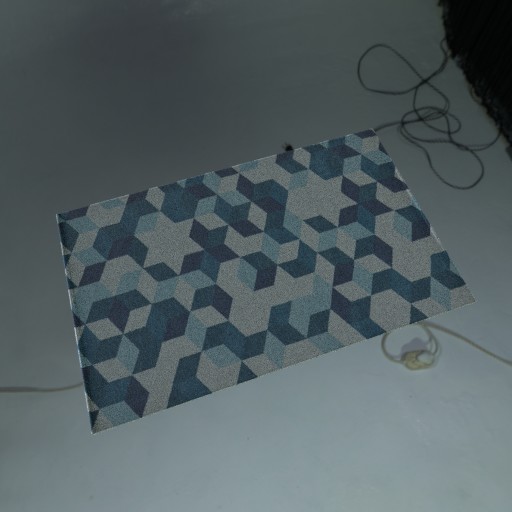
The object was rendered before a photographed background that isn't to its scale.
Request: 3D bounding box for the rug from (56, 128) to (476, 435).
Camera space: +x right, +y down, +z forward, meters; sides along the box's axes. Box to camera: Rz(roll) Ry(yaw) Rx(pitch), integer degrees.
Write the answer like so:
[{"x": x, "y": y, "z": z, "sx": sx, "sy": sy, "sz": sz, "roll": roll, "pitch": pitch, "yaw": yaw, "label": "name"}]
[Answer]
[{"x": 0.000, "y": 0.000, "z": 2.957, "sx": 2.438, "sy": 0.015, "sz": 1.518, "roll": -17, "pitch": 64, "yaw": -8, "label": "rug"}]
